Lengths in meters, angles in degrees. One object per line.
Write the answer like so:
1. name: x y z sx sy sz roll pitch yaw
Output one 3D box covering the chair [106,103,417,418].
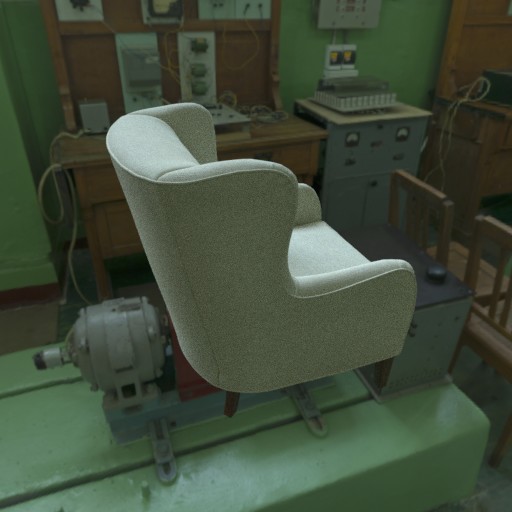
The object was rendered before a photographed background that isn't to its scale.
1. chair: 0.000 0.000 1.740 0.966 1.040 0.838 -11 33 -18
